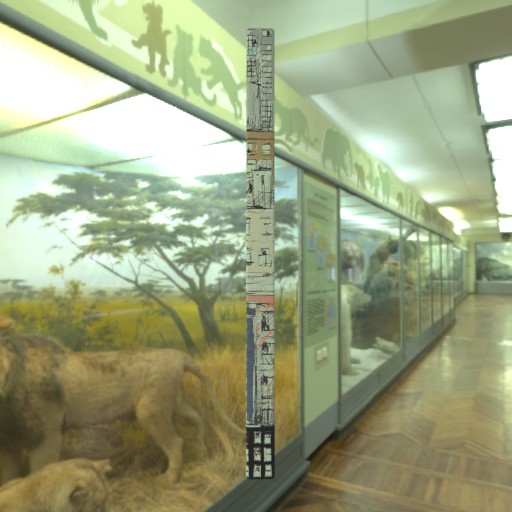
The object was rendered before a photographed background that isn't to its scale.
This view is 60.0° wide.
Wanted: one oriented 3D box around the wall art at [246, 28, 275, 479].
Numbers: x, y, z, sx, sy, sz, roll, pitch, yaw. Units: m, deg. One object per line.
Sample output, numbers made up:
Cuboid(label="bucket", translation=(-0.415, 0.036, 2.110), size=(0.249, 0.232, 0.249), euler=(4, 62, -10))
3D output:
Cuboid(label="wall art", translation=(0.000, 0.000, 1.124), size=(0.048, 0.762, 0.761), euler=(0, -1, -1))
